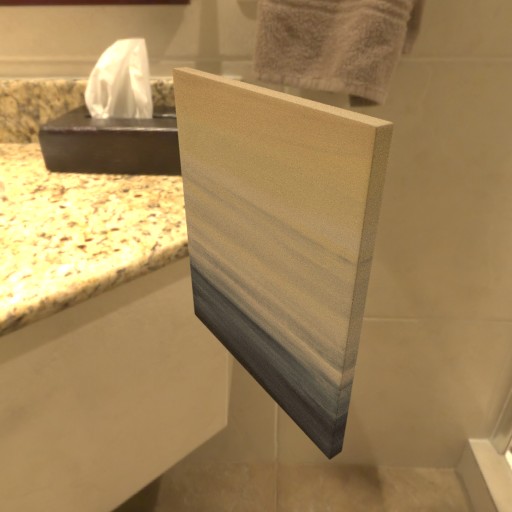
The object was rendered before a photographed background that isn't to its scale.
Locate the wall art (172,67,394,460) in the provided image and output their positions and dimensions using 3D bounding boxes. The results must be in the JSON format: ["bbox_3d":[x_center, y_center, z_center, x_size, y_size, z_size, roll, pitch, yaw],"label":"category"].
[{"bbox_3d":[0.000,0.000,0.986,0.041,0.710,0.608,-20,36,-29],"label":"wall art"}]
